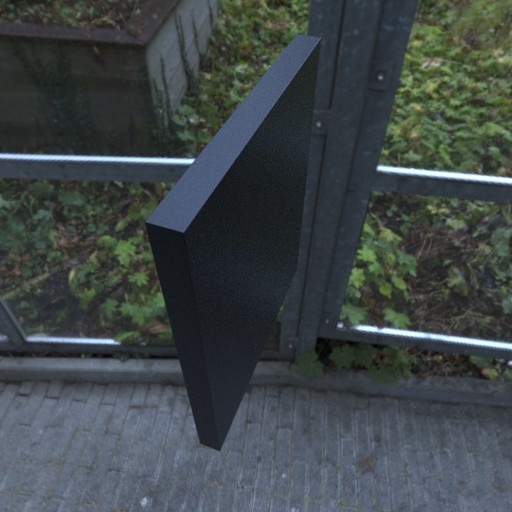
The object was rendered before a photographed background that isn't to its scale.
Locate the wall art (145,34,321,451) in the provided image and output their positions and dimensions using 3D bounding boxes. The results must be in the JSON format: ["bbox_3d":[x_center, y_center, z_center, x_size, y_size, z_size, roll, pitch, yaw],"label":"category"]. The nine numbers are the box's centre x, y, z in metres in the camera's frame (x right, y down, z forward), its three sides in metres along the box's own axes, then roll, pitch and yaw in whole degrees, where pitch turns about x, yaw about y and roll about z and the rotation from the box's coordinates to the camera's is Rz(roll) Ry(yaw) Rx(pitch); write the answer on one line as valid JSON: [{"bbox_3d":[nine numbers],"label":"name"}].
[{"bbox_3d":[0.000,0.000,0.521,0.028,0.380,0.325,16,49,14],"label":"wall art"}]
